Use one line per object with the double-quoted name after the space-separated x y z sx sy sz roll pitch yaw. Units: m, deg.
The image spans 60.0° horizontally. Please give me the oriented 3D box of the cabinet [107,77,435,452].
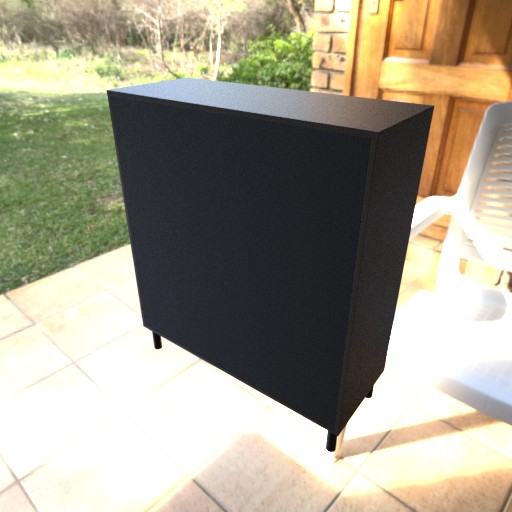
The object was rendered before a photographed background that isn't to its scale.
0.000 0.000 1.710 1.010 1.170 0.400 20 35 32 "cabinet"
